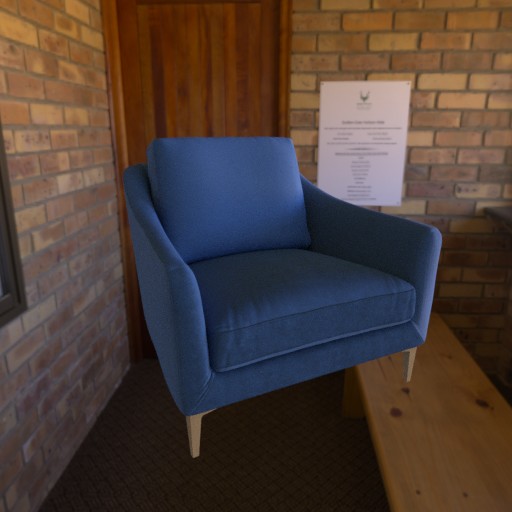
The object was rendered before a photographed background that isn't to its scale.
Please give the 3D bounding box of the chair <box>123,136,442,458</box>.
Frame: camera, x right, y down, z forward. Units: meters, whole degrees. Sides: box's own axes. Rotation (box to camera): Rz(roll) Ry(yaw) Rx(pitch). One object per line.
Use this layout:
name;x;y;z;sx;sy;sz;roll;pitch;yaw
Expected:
chair;0.000;0.000;1.740;0.987;0.899;0.961;-8;18;-27
